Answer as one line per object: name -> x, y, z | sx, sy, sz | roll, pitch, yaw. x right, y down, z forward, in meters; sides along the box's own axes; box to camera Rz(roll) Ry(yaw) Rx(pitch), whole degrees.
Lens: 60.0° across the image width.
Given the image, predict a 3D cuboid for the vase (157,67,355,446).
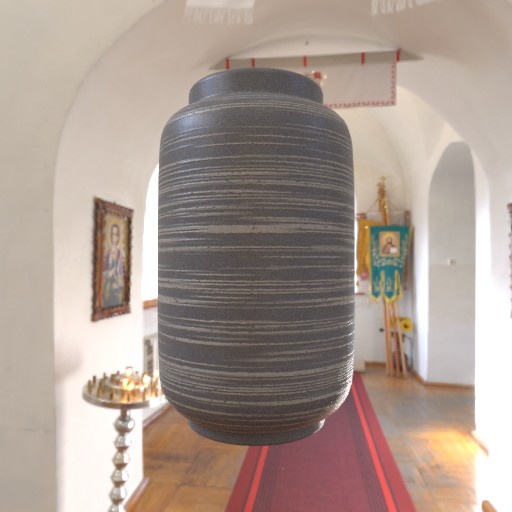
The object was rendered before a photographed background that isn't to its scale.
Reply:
vase -> 0.000, 0.000, 0.681 | 0.297, 0.499, 0.297 | 0, 0, 0
